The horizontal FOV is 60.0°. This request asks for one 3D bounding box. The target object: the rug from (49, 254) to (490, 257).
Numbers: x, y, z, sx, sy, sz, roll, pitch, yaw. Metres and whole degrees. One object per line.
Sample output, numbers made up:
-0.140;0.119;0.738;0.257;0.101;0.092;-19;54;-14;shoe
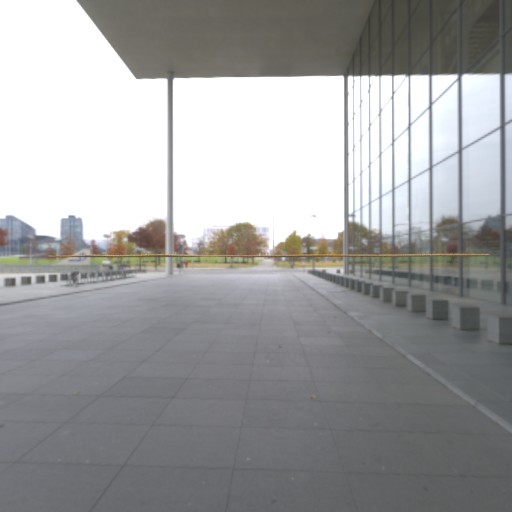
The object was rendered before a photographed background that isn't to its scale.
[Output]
0.000;0.000;2.549;2.294;0.014;0.704;0;0;17;rug
